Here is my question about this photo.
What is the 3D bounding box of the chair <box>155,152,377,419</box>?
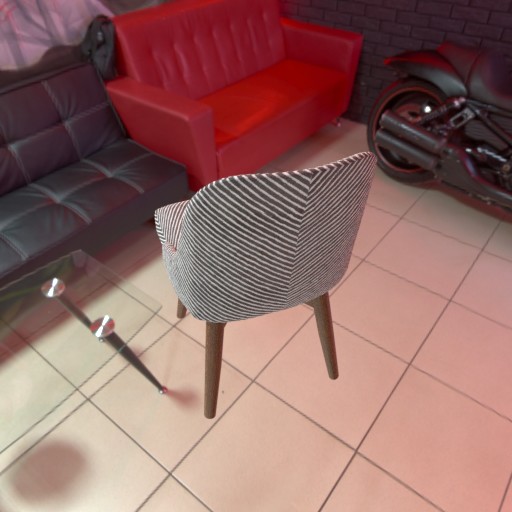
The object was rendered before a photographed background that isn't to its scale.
[{"bbox_3d":[0.000,0.000,1.261,0.504,0.883,0.591,-13,43,-14],"label":"chair"}]
